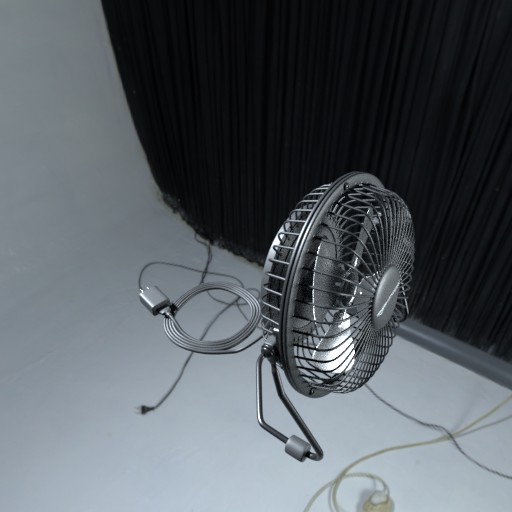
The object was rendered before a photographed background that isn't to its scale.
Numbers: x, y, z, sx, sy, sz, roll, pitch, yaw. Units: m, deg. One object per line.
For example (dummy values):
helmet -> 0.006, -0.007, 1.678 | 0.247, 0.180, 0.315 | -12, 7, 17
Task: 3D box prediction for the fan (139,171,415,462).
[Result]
fan -> 0.000, 0.000, 0.304 | 0.202, 0.152, 0.153 | 25, 46, 26
